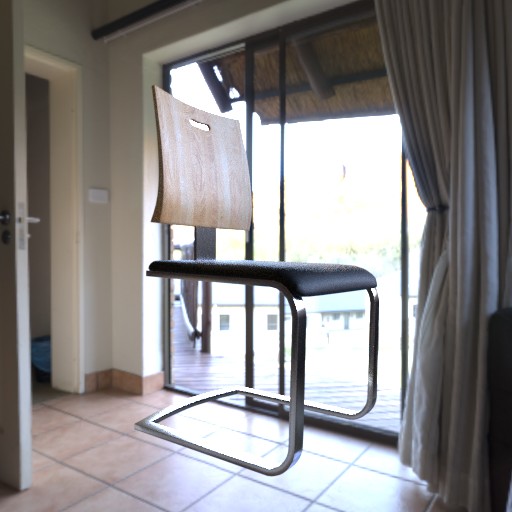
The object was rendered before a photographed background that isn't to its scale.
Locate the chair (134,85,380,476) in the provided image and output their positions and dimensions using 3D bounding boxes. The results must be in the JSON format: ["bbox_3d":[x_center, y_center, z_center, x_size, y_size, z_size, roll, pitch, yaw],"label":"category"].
[{"bbox_3d":[0.000,0.000,1.235,0.560,0.936,0.462,0,-1,36],"label":"chair"}]
